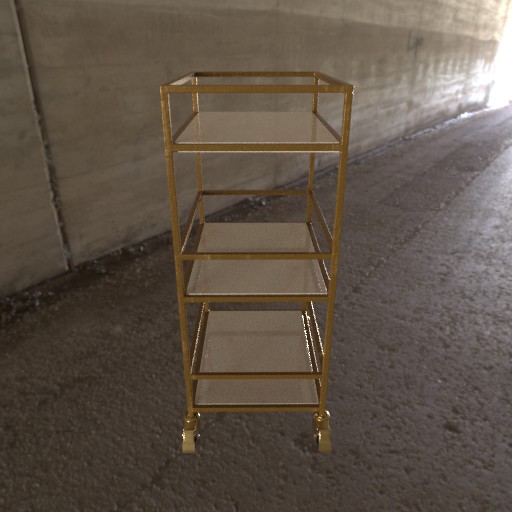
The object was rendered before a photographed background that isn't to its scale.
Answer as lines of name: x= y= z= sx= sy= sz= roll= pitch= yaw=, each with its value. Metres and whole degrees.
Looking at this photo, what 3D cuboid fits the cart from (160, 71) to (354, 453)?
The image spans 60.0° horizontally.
cart: x=0.000 y=0.000 z=1.018 sx=0.332 sy=0.761 sz=0.483 roll=0 pitch=25 yaw=0
